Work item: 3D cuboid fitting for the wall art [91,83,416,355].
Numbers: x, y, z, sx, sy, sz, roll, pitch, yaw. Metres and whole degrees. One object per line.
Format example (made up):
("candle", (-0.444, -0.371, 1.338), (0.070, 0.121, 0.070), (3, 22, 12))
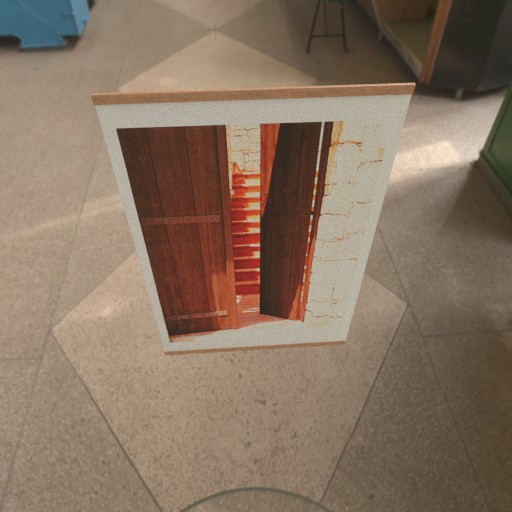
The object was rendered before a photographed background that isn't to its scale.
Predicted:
("wall art", (0.000, 0.000, 1.942), (1.019, 1.527, 0.019), (-3, 47, -3))
